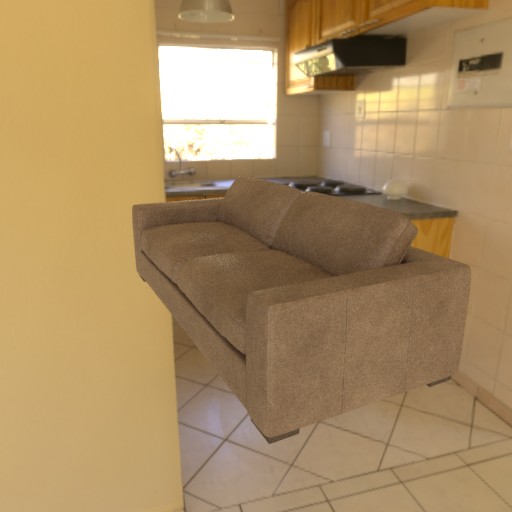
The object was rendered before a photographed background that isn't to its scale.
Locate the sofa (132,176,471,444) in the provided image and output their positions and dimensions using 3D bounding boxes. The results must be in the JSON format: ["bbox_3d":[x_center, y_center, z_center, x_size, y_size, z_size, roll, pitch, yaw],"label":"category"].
[{"bbox_3d":[0.000,0.000,2.753,1.070,0.801,2.262,-8,19,-26],"label":"sofa"}]
